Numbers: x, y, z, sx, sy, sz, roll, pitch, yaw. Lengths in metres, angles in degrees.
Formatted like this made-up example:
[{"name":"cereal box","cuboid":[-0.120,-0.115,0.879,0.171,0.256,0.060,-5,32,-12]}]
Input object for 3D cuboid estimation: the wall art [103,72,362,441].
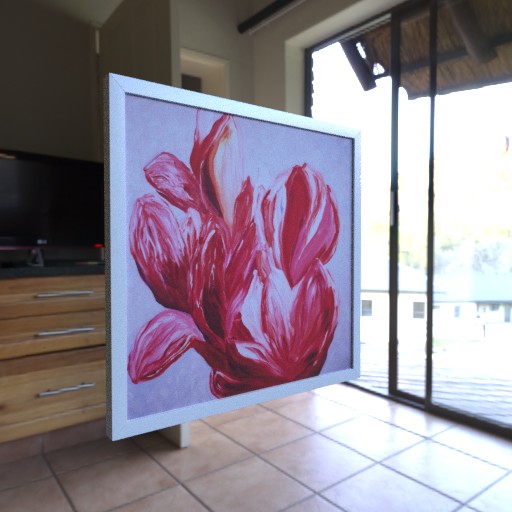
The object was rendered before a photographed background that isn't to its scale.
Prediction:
[{"name":"wall art","cuboid":[0.000,0.000,0.686,0.455,0.453,0.023,-1,2,-35]}]
